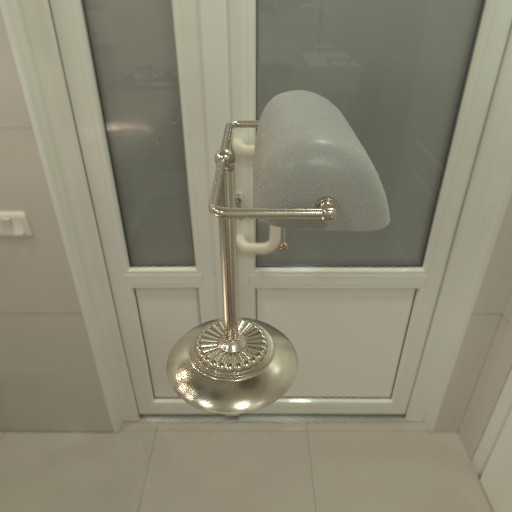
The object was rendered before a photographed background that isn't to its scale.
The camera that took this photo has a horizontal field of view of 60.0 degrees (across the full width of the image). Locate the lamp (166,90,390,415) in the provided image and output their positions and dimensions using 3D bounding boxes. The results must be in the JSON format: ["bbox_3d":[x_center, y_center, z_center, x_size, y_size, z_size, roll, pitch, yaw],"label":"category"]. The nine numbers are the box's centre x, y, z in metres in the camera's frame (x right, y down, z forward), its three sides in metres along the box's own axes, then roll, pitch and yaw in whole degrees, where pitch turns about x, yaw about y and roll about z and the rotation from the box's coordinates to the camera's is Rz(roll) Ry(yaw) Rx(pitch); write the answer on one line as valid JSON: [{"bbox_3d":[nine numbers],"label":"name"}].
[{"bbox_3d":[0.000,0.000,0.518,0.243,0.339,0.264,0,32,0],"label":"lamp"}]
